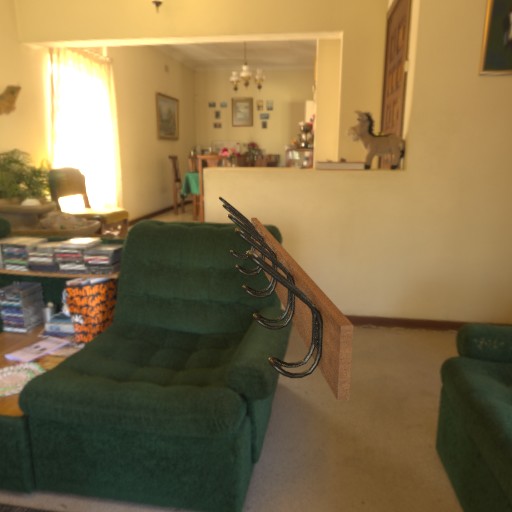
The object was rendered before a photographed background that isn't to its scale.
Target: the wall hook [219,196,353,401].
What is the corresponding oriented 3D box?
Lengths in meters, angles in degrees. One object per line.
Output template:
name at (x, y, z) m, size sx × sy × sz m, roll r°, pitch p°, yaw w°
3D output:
wall hook at (0.000, 0.000, 0.605) m, size 0.076 × 0.116 × 0.554 m, roll -2°, pitch 14°, yaw -8°
